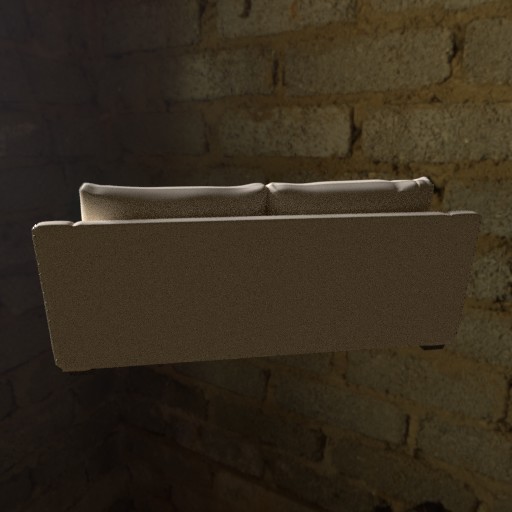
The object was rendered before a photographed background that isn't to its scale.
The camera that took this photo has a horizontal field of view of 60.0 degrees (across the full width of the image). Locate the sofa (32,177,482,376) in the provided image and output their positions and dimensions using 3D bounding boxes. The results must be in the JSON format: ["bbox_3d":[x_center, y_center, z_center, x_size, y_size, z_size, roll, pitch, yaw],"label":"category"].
[{"bbox_3d":[0.000,0.000,2.276,1.812,0.830,0.949,-2,16,-8],"label":"sofa"}]
